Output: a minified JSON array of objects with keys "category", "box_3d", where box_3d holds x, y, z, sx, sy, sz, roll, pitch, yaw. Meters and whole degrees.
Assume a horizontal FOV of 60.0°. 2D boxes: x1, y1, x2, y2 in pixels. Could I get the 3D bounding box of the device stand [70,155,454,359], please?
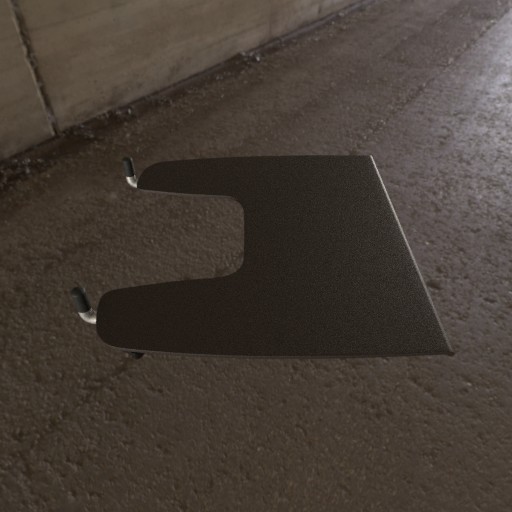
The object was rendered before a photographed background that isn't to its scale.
[{"category":"device stand","box_3d":[0.000,0.000,0.360,0.230,0.092,0.230,-1,43,-1]}]
